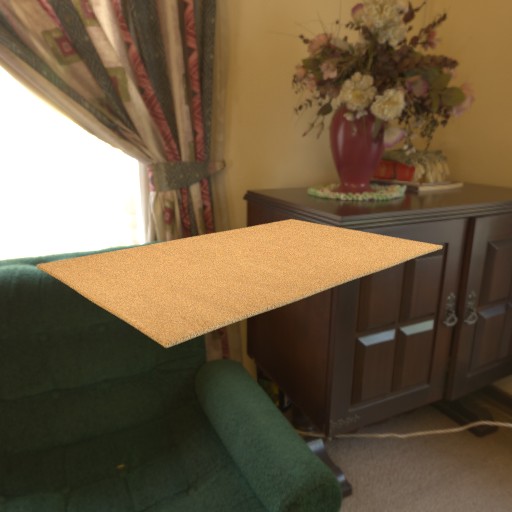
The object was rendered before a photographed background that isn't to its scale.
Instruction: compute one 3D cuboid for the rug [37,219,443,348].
[{"bbox_3d":[0.000,0.000,3.012,2.346,0.025,1.500,-13,20,-41],"label":"rug"}]
